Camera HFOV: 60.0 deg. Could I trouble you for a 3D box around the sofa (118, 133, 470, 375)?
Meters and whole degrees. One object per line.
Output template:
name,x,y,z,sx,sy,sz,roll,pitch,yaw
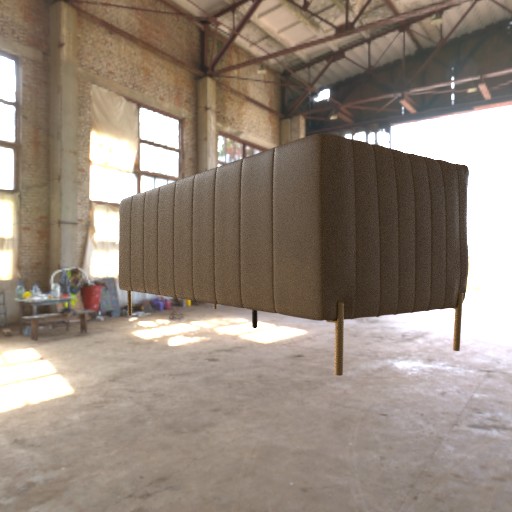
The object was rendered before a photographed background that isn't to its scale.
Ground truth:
sofa,0.000,0.000,2.389,0.876,0.779,1.980,0,-1,-36
